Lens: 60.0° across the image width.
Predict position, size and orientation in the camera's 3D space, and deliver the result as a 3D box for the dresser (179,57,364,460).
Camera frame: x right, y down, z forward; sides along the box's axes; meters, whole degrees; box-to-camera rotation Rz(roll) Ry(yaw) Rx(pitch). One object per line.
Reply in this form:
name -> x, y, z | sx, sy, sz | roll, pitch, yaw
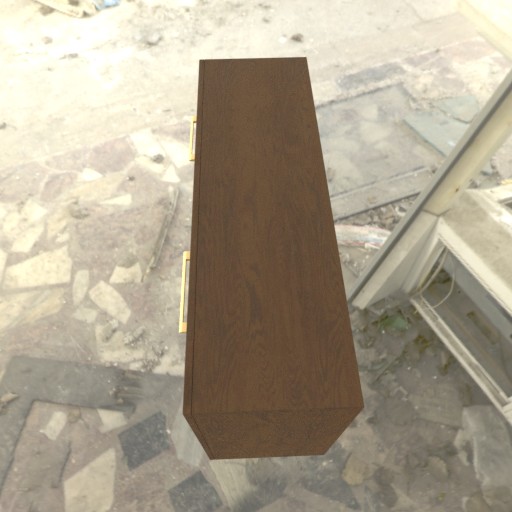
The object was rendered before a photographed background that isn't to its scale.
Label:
dresser -> 0.000, 0.000, 1.942 | 0.512, 0.889, 1.523 | -2, 58, -1
